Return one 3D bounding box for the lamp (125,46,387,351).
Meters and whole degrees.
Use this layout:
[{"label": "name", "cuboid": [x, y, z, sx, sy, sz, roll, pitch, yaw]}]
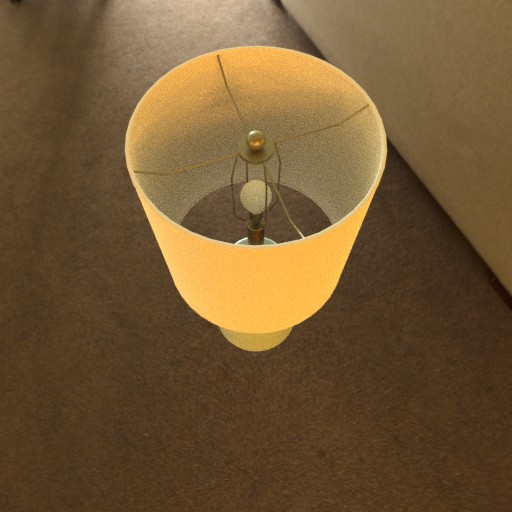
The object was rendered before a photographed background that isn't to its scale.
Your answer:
[{"label": "lamp", "cuboid": [0.000, 0.000, 1.100, 0.418, 0.871, 0.418, 17, 65, 8]}]
